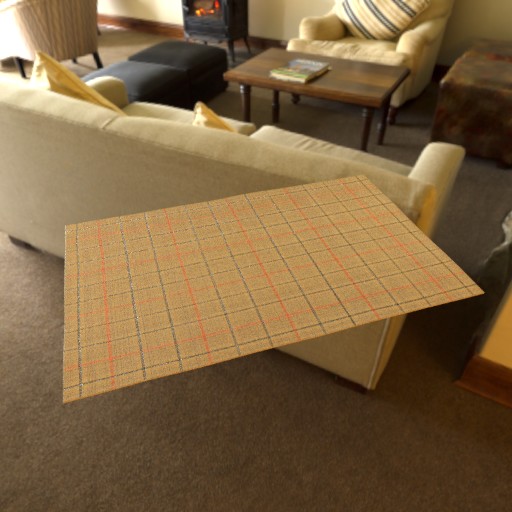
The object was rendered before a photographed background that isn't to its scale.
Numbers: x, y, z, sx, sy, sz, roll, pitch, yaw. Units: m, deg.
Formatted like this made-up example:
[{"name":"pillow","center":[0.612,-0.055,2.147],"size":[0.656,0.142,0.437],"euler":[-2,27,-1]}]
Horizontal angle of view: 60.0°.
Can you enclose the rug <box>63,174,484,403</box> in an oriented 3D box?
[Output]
[{"name":"rug","center":[0.000,0.000,2.972],"size":[2.439,0.015,1.524],"euler":[-12,41,-14]}]
